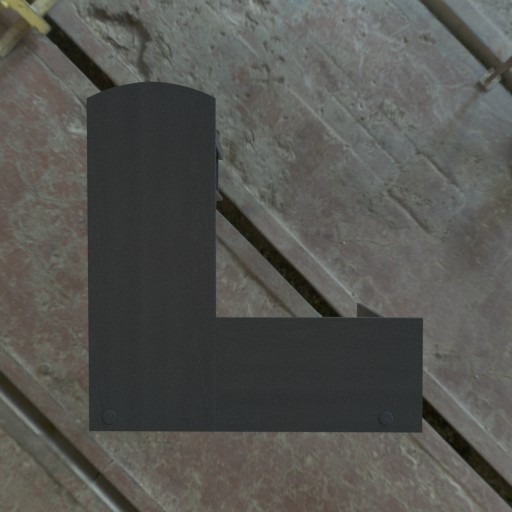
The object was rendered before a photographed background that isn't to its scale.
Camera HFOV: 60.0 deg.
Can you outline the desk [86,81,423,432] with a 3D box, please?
[{"bbox_3d":[0.000,0.000,2.074,1.303,0.716,1.361,0,91,1],"label":"desk"}]
